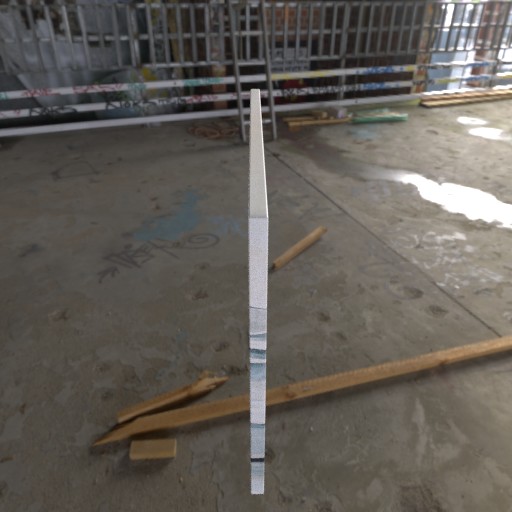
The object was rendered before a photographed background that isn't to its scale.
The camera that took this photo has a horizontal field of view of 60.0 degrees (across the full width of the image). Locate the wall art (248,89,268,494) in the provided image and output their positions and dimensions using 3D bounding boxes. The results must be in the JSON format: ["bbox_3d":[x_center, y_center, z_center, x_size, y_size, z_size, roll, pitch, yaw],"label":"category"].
[{"bbox_3d":[0.000,0.000,1.597,0.039,0.915,1.219,0,31,0],"label":"wall art"}]
